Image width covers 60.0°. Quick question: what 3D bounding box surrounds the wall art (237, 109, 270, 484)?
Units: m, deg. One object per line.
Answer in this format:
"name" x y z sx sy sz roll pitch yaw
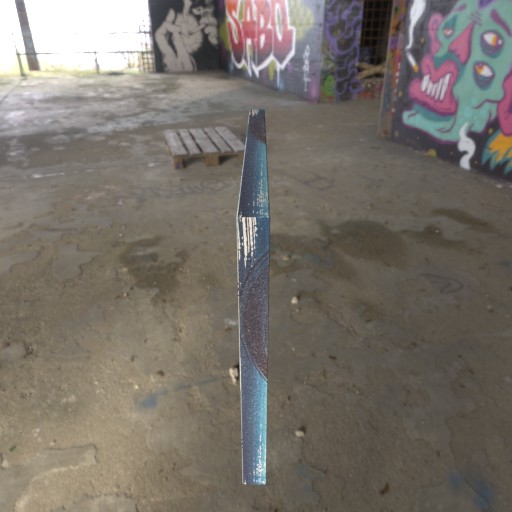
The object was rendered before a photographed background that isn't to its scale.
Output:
"wall art" 0.000 0.000 0.798 0.033 0.406 0.609 0 28 0
